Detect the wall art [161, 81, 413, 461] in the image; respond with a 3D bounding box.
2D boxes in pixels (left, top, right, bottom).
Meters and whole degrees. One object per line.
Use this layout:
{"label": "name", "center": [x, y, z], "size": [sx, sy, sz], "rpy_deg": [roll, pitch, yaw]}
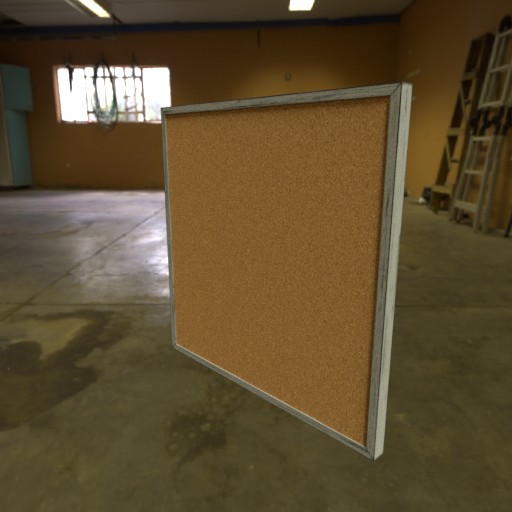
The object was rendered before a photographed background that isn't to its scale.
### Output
{"label": "wall art", "center": [0.000, 0.000, 1.131], "size": [0.037, 0.761, 0.761], "rpy_deg": [-13, 19, -42]}
